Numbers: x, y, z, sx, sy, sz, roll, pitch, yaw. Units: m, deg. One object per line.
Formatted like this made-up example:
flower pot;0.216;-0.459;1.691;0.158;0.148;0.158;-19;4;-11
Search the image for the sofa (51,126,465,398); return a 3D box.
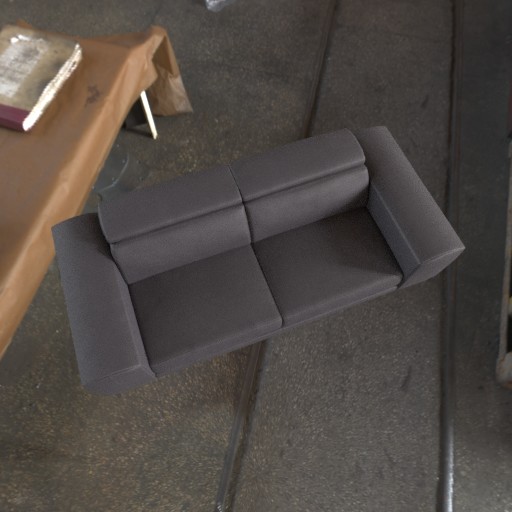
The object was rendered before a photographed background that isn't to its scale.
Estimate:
sofa;0.000;0.000;2.895;2.330;0.814;1.048;-19;65;-9
